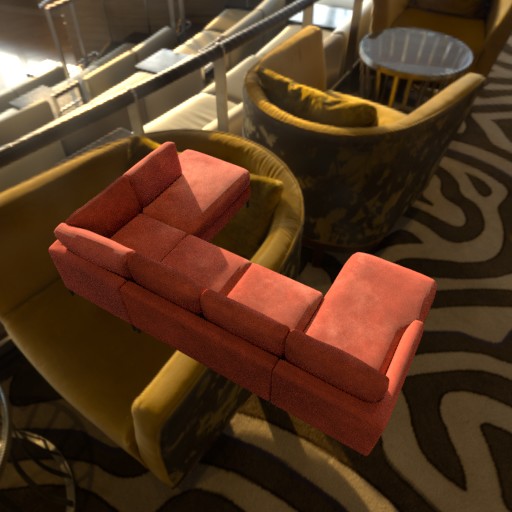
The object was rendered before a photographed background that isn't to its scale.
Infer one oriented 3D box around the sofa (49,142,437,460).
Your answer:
[{"bbox_3d":[0.000,0.000,3.879,2.971,0.858,1.981,24,52,20],"label":"sofa"}]
